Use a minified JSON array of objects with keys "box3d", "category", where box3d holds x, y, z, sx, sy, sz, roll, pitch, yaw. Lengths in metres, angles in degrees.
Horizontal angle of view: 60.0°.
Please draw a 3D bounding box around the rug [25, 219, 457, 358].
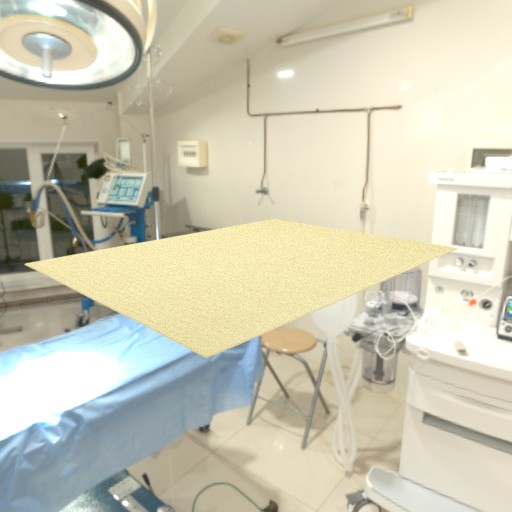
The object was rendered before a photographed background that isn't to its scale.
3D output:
[{"box3d":[0.000,0.000,4.099,2.452,0.016,3.204,14,20,43],"category":"rug"}]
